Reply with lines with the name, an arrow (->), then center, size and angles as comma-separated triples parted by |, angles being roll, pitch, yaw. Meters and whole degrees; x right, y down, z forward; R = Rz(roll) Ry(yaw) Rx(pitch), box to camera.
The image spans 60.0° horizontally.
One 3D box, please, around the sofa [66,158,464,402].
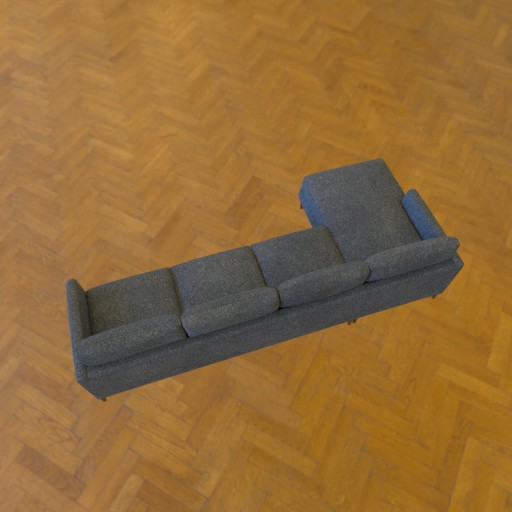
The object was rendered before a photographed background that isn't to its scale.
sofa -> 0.000, 0.000, 3.592 | 2.932, 0.810, 1.350 | -15, 60, -9
